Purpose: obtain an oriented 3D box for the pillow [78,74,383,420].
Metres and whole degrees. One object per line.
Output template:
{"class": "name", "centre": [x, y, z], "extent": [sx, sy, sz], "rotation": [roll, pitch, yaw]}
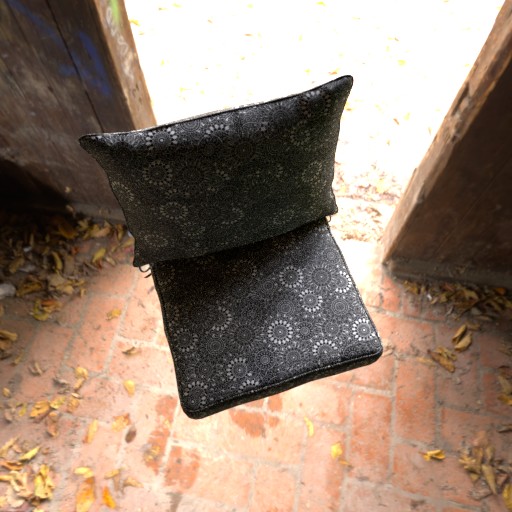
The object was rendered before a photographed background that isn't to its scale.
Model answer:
{"class": "pillow", "centre": [0.000, 0.000, 1.371], "extent": [0.798, 0.722, 0.740], "rotation": [-15, 64, -8]}
